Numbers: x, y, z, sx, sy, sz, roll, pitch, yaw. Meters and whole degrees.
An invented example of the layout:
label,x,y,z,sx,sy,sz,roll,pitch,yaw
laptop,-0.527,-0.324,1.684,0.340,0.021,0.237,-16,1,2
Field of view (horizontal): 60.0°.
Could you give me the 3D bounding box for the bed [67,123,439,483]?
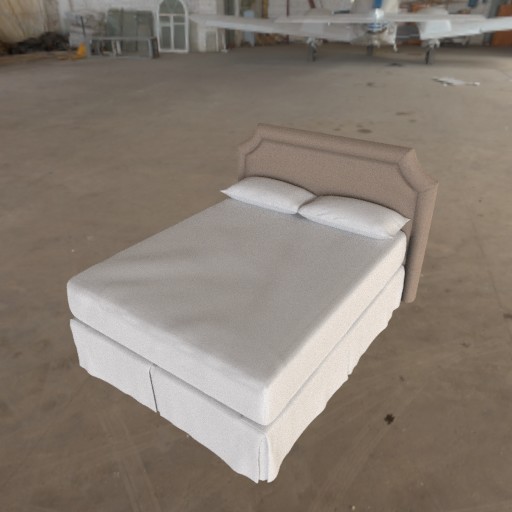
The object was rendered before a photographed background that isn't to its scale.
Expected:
label,x,y,z,sx,sy,sz,roll,pitch,yaw
bed,0.000,0.000,3.178,1.828,1.303,2.164,19,35,30
